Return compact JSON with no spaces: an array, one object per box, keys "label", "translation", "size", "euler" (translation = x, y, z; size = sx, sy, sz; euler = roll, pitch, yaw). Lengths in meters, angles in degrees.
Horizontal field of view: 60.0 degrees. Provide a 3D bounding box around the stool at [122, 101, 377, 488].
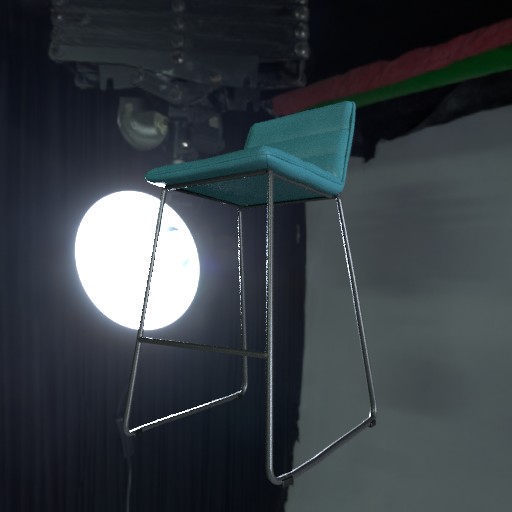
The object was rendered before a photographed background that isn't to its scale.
[{"label":"stool","translation":[0.000,0.000,1.208],"size":[0.489,0.936,0.524],"euler":[-2,-3,36]}]
